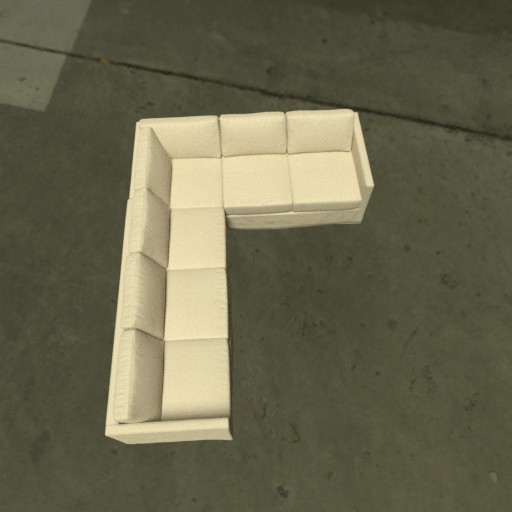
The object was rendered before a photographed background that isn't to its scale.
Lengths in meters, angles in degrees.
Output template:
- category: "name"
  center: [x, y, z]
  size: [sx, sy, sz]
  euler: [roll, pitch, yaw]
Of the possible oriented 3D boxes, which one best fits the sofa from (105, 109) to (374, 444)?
- category: "sofa"
  center: [0.000, 0.000, 4.277]
  size: [2.432, 0.871, 3.182]
  euler: [-3, 62, -2]
